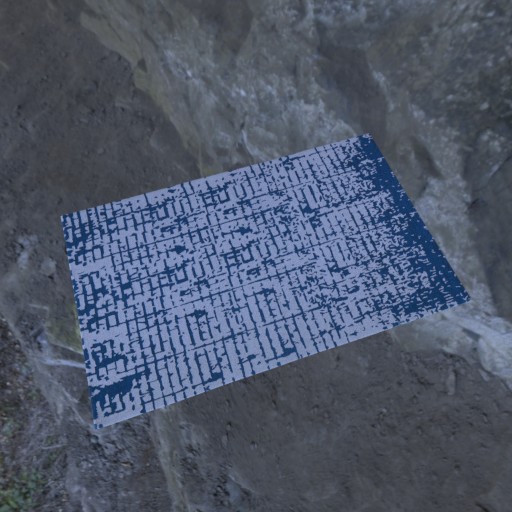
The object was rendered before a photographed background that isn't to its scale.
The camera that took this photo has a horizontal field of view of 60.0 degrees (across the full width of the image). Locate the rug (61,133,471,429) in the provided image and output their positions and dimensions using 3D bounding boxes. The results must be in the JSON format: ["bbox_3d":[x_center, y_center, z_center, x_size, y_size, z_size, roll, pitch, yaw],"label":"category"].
[{"bbox_3d":[0.000,0.000,3.020,2.435,0.011,1.517,-17,63,-9],"label":"rug"}]
